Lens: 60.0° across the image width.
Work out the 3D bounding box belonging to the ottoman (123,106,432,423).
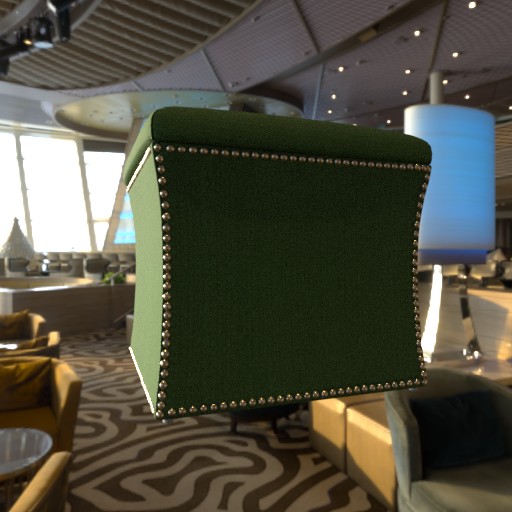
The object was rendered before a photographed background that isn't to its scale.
[{"bbox_3d":[0.000,0.000,0.915,0.507,0.475,0.497,0,1,-20],"label":"ottoman"}]
